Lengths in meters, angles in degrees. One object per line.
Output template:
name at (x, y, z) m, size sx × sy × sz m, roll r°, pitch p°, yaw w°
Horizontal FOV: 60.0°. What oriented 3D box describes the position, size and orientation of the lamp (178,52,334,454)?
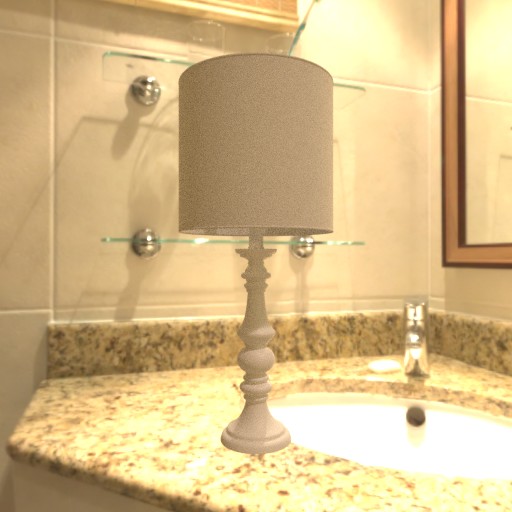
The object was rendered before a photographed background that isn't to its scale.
lamp at (0.000, 0.000, 0.726) m, size 0.250 × 0.597 × 0.250 m, roll 0°, pitch 0°, yaw 35°
